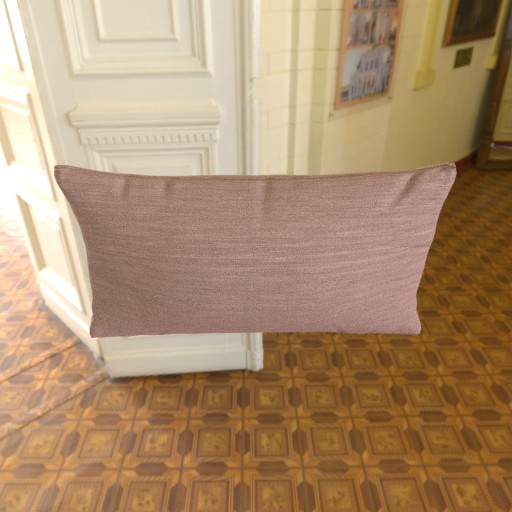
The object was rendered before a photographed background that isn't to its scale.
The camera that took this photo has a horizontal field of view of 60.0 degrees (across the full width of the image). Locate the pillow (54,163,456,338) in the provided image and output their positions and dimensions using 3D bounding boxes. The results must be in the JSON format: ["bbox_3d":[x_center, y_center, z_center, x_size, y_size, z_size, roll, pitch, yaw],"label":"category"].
[{"bbox_3d":[0.000,0.000,0.779,0.633,0.338,0.210,-1,31,-1],"label":"pillow"}]
